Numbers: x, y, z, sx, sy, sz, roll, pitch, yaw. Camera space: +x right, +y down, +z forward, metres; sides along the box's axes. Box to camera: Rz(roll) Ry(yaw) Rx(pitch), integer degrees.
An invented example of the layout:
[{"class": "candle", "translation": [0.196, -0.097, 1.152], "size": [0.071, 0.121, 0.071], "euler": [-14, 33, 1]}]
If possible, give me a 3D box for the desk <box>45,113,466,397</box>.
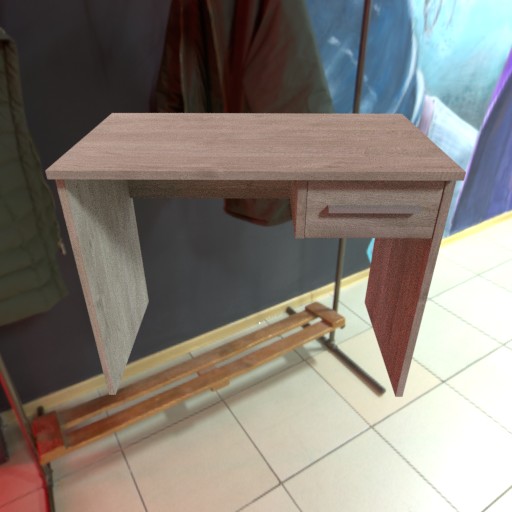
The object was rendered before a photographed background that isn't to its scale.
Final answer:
[{"class": "desk", "translation": [0.000, 0.000, 1.340], "size": [0.893, 0.724, 0.498], "euler": [0, 31, 0]}]
